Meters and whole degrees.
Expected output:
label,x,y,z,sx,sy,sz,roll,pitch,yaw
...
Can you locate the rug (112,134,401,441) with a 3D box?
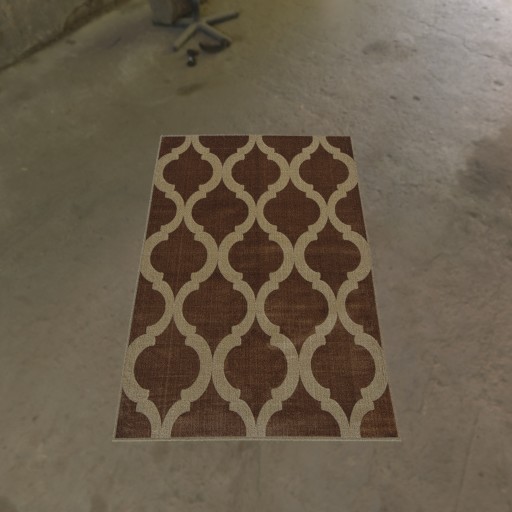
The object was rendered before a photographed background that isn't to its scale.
label,x,y,z,sx,sy,sz,roll,pitch,yaw
rug,0.000,0.000,2.928,1.526,0.014,2.290,0,58,0
